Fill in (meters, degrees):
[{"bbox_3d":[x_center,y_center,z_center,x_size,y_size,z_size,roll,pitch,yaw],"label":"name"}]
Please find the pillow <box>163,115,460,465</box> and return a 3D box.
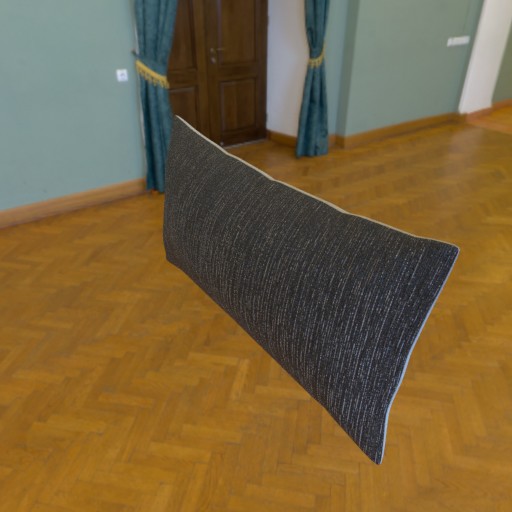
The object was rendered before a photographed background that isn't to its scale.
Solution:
[{"bbox_3d":[0.000,0.000,0.706,0.156,0.305,0.608,-21,38,-30],"label":"pillow"}]
